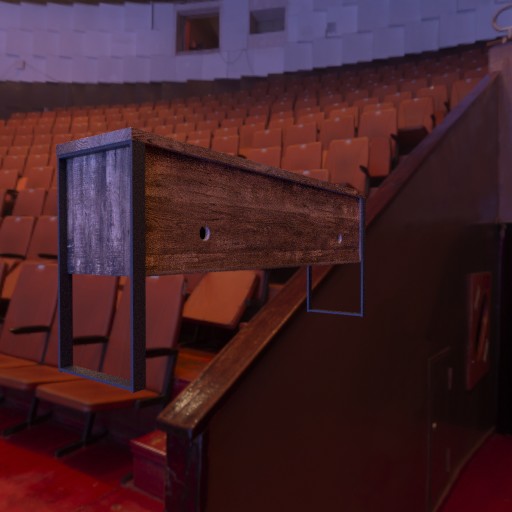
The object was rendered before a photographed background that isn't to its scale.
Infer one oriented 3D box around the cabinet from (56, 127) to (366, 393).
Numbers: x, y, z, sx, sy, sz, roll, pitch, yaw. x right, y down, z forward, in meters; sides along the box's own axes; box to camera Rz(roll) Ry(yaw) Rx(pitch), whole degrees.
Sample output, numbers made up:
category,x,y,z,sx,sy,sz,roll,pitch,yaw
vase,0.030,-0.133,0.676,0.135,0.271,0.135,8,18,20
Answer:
category,x,y,z,sx,sy,sz,roll,pitch,yaw
cabinet,0.000,0.000,2.117,0.395,0.762,1.800,1,1,35
